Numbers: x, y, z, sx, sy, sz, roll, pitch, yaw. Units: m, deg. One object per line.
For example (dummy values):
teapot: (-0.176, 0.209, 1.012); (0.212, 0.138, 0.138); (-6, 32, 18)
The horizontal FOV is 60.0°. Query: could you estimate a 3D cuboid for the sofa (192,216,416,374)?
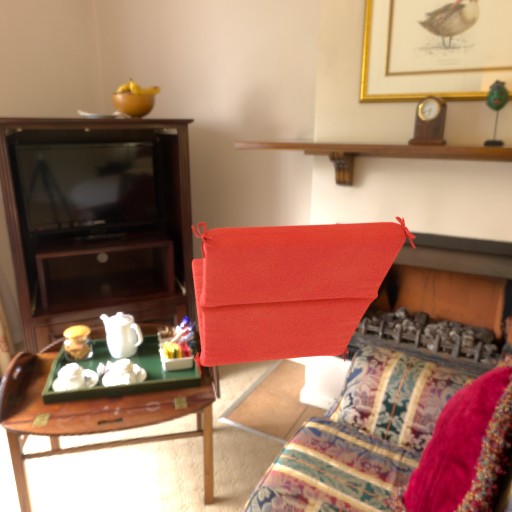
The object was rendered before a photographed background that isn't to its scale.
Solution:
sofa: (0.000, 0.000, 1.926); (0.582, 0.622, 1.663); (-3, 16, -9)
